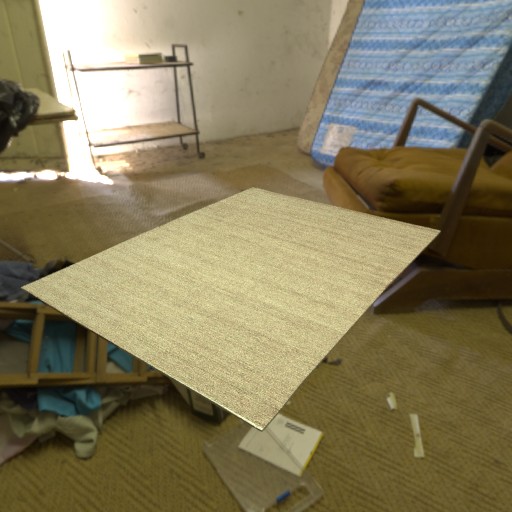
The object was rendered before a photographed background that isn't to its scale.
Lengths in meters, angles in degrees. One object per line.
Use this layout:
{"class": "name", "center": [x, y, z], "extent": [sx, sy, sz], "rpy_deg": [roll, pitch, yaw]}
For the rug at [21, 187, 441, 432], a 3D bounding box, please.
{"class": "rug", "center": [0.000, 0.000, 4.108], "extent": [2.434, 0.045, 3.202], "rpy_deg": [19, 33, 32]}
